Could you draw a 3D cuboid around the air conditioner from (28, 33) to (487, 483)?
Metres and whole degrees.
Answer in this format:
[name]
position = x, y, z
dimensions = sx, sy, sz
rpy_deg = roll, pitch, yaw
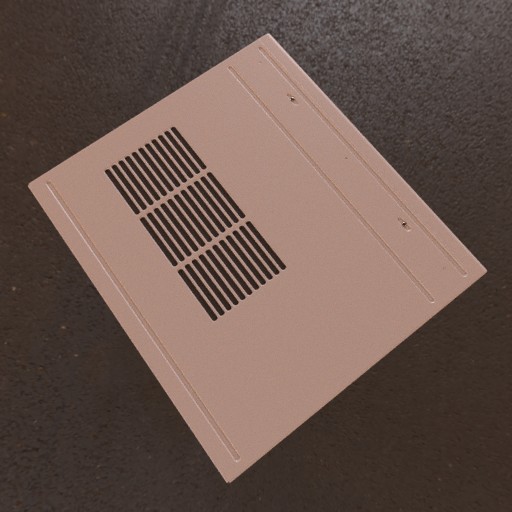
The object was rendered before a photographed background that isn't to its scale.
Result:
[air conditioner]
position = 0.000, 0.000, 1.031
dimensions = 0.599, 0.455, 0.645
rpy_deg = -36, 78, -9
